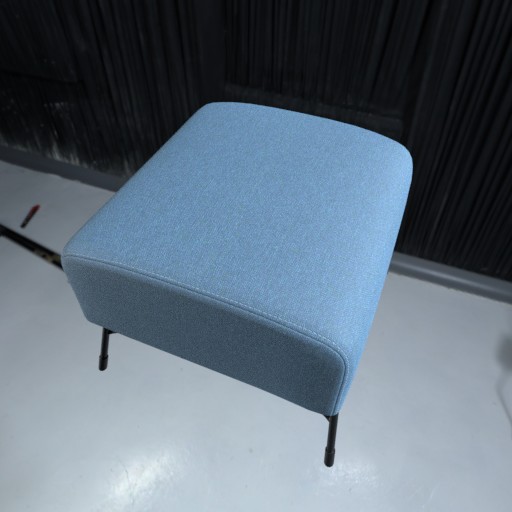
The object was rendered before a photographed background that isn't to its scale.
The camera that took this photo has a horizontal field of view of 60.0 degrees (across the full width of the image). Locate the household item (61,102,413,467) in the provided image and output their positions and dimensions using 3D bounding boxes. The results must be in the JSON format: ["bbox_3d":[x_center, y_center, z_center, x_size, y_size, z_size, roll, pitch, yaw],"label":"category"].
[{"bbox_3d":[0.000,0.000,0.908,0.530,0.420,0.530,17,50,15],"label":"household item"}]
